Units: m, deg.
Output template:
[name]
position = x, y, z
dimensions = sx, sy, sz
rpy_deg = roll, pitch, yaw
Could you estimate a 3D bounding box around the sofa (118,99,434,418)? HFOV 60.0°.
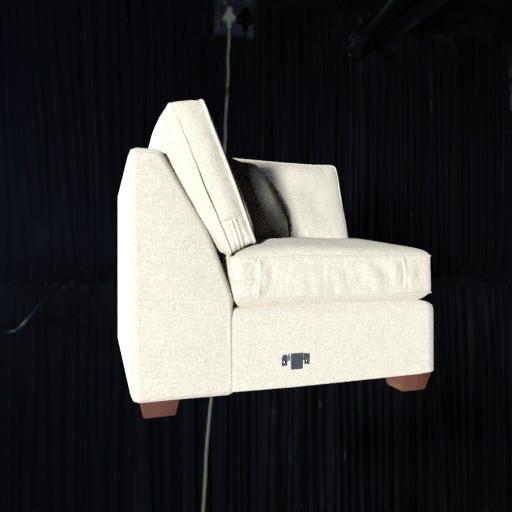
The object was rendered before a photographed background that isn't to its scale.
[sofa]
position = 0.000, 0.000, 1.971
dimensions = 1.146, 1.002, 1.084
rpy_deg = 0, 0, -19
